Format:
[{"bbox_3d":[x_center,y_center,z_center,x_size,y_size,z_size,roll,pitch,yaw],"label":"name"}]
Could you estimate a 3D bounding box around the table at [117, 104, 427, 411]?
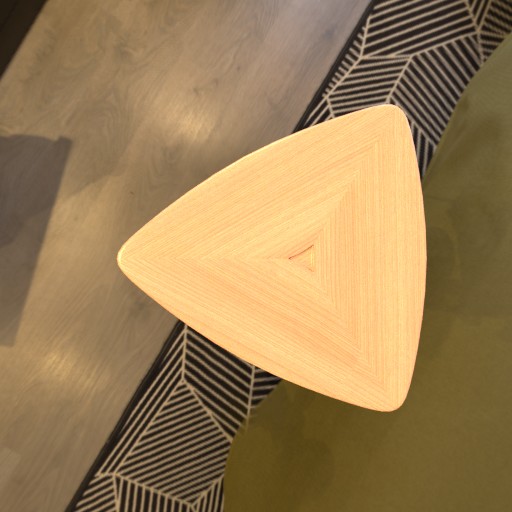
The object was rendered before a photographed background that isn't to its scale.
[{"bbox_3d":[0.000,0.000,0.892,0.455,0.564,0.442,0,91,-2],"label":"table"}]
